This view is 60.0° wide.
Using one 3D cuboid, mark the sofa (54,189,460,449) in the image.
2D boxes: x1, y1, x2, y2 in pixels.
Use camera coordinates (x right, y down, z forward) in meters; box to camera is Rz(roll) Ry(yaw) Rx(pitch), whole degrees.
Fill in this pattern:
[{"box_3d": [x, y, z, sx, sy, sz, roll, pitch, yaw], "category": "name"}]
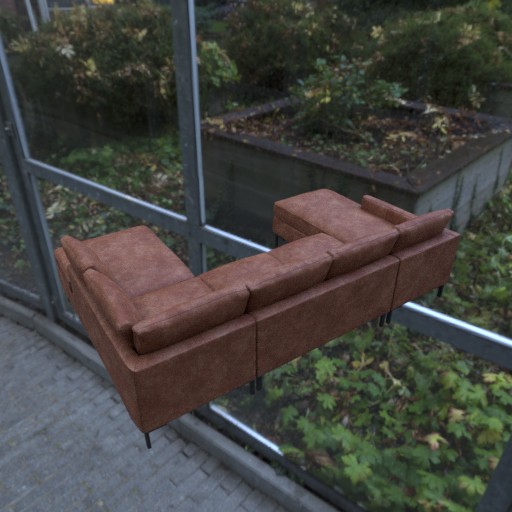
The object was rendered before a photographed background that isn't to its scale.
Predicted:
[{"box_3d": [0.000, 0.000, 3.874, 2.956, 0.900, 1.939, -19, 35, -29], "category": "sofa"}]
